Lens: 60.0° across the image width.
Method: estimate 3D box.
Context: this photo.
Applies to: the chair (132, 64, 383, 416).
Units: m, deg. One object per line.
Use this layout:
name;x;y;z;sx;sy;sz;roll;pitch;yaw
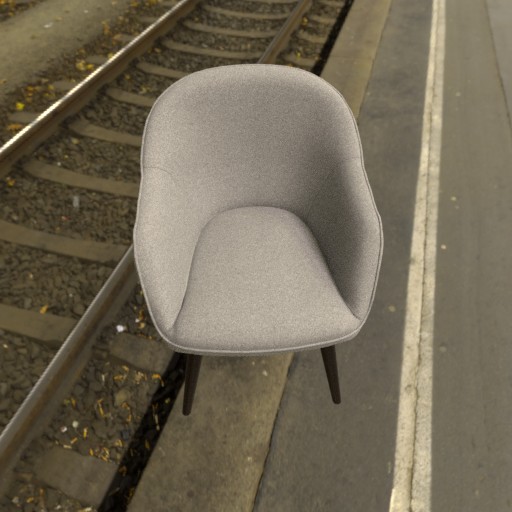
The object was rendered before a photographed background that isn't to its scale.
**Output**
chair;0.000;0.000;1.233;0.589;0.810;0.611;-3;47;-3
